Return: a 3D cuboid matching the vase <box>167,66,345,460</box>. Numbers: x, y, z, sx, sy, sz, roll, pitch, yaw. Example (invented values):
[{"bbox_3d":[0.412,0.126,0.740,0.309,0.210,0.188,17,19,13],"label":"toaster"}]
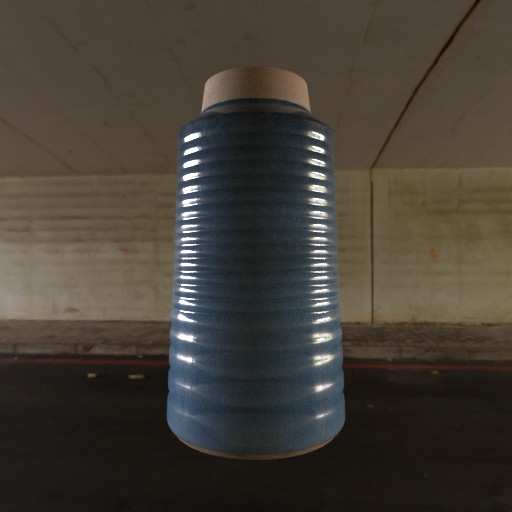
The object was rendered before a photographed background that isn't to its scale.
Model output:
[{"bbox_3d":[0.000,0.000,0.416,0.163,0.316,0.163,0,0,0],"label":"vase"}]
